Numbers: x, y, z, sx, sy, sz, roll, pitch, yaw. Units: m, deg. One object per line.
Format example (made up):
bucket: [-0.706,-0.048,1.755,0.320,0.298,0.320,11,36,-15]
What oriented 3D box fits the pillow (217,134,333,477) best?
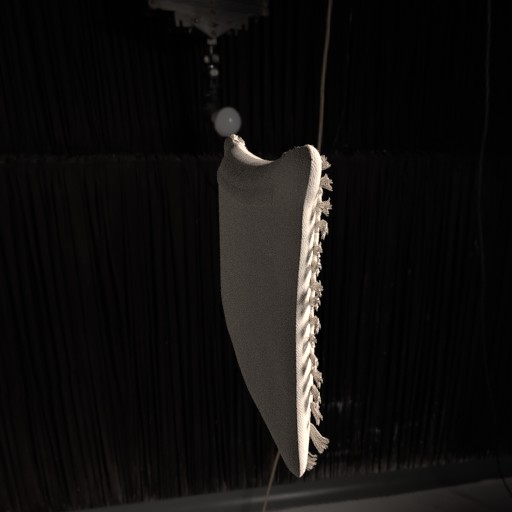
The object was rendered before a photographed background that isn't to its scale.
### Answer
pillow: [0.000,0.000,0.585,0.084,0.305,0.466,-3,16,-10]
